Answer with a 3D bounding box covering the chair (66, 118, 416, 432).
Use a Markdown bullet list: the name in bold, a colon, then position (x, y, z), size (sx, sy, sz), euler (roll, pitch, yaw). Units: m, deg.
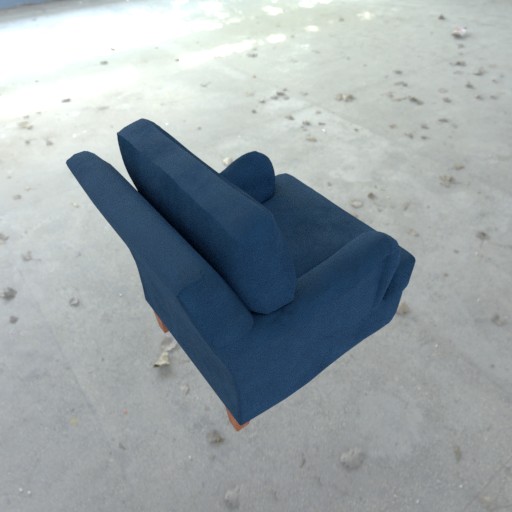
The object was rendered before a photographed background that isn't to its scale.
- **chair**: position (0.000, 0.000, 1.849), size (1.078, 1.076, 0.895), euler (-26, 47, -27)
